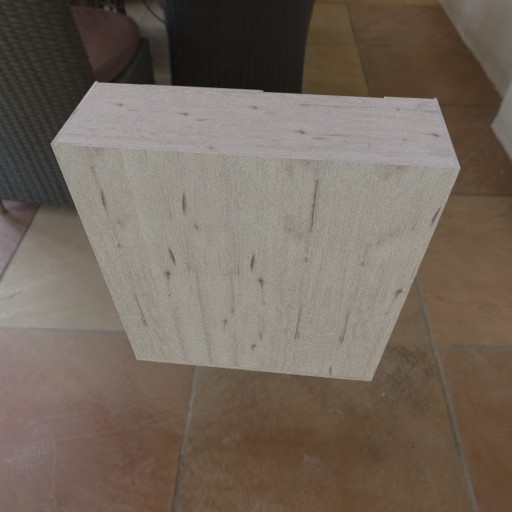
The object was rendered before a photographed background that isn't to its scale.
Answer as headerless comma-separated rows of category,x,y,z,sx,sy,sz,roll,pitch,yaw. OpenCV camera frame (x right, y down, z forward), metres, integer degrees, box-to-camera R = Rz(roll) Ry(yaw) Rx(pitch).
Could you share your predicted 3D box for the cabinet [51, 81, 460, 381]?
cabinet,0.000,0.000,3.180,2.000,2.180,0.660,4,48,4
